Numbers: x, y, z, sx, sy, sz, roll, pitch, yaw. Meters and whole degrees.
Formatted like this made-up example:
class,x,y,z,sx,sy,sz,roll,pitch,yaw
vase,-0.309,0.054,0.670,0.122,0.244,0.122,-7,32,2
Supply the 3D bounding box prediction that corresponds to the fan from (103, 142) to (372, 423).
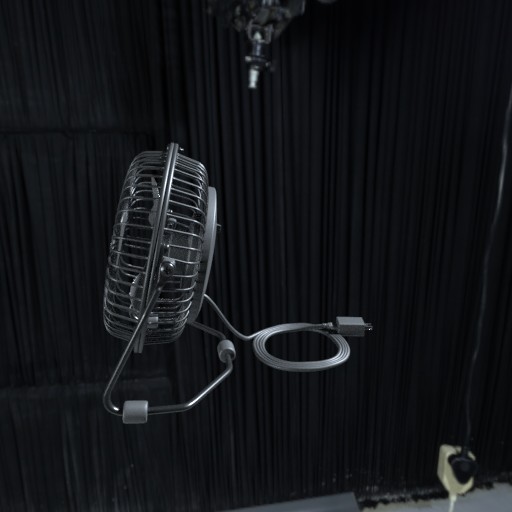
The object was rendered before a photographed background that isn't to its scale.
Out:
class,x,y,z,sx,sy,sz,roll,pitch,yaw
fan,0.000,0.000,0.307,0.202,0.152,0.153,-2,14,-9
